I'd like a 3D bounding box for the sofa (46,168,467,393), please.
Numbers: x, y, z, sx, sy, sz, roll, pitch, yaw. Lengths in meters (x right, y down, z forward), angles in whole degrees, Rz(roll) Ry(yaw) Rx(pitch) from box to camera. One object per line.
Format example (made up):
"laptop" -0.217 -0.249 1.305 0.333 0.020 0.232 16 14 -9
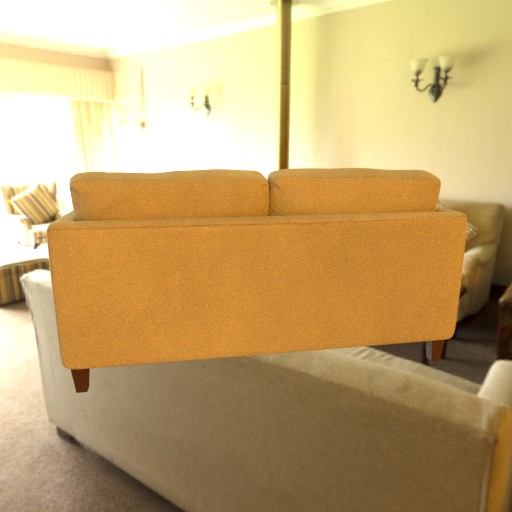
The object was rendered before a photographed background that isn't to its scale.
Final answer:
"sofa" 0.000 0.000 2.370 1.846 0.940 0.950 -2 14 -10
